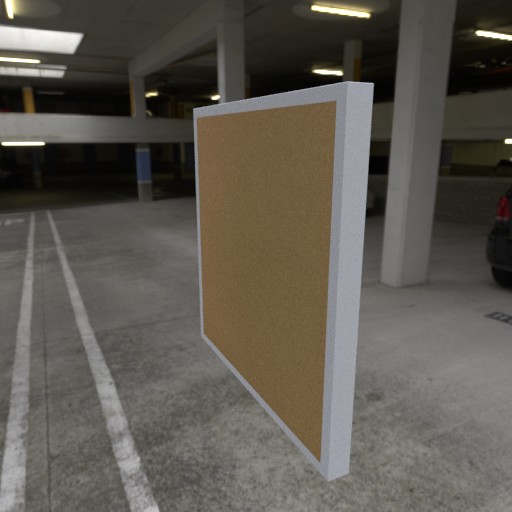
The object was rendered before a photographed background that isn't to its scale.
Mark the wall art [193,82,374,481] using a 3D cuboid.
[{"bbox_3d":[0.000,0.000,0.762,0.035,0.507,0.508,-7,17,-25],"label":"wall art"}]
